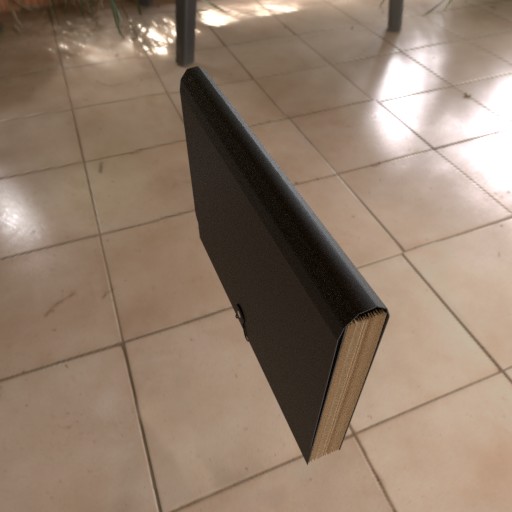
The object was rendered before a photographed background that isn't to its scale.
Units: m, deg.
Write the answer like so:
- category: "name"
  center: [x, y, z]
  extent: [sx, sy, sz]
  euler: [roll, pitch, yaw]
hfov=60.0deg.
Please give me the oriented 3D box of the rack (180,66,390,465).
- category: "rack"
  center: [0.000, 0.000, 0.439]
  extent: [0.041, 0.241, 0.330]
  euler: [-17, 49, -15]
